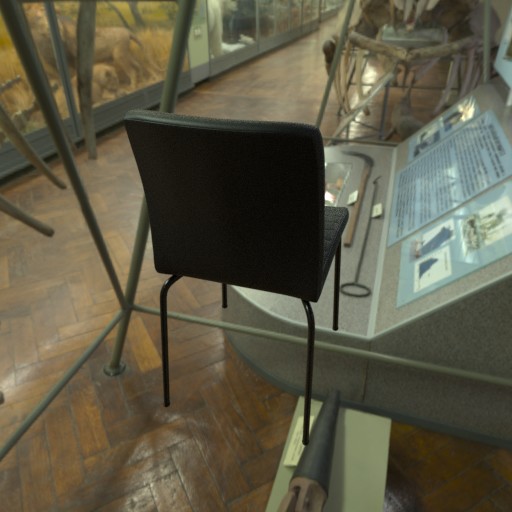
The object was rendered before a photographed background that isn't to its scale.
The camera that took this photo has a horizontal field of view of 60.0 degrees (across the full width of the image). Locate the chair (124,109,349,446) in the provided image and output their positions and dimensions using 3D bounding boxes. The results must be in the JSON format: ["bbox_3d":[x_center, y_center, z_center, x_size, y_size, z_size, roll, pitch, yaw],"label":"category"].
[{"bbox_3d":[0.000,0.000,1.209,0.450,0.872,0.572,9,33,15],"label":"chair"}]
